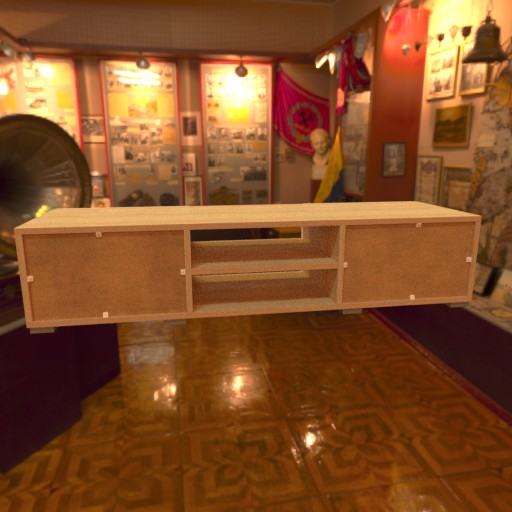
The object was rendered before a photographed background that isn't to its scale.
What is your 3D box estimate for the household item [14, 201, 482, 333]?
[{"bbox_3d":[0.000,0.000,1.550,1.400,0.310,0.420,-2,14,-9],"label":"household item"}]
